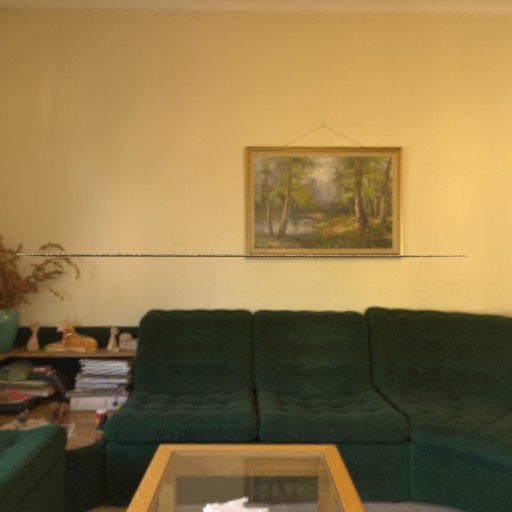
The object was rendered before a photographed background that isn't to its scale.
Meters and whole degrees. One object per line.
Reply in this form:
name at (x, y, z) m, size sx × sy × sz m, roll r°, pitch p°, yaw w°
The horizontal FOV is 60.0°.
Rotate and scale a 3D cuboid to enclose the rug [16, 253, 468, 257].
rug at (0.000, 0.000, 2.668) m, size 2.438 × 0.006 × 0.783 m, roll 0°, pitch -1°, yaw -18°
